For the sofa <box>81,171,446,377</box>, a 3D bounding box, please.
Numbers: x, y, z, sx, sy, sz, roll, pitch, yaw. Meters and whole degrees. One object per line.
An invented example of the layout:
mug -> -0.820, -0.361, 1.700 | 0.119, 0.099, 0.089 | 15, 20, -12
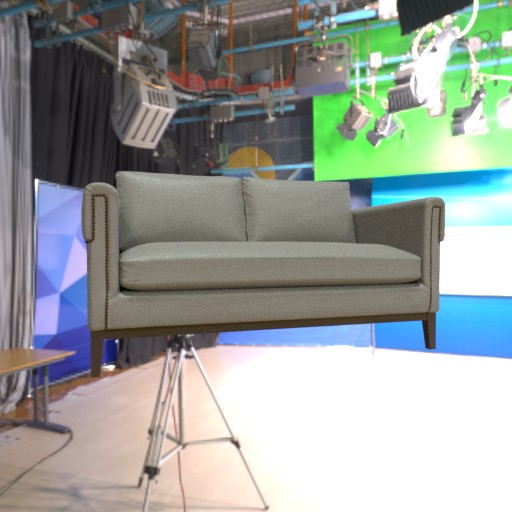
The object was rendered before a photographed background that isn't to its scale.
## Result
sofa -> 0.000, 0.000, 2.232 | 1.598, 0.873, 0.899 | 0, 1, -18
